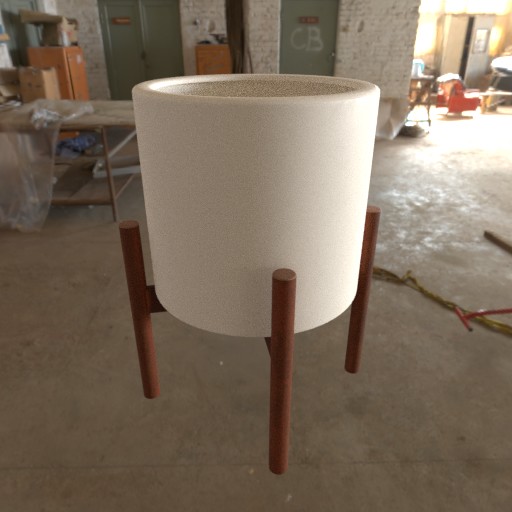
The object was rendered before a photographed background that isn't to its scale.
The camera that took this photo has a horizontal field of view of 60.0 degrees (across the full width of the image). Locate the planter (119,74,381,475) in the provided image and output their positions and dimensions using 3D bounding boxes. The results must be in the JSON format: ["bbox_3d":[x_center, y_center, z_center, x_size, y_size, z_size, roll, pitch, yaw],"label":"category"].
[{"bbox_3d":[0.000,0.000,0.490,0.224,0.358,0.224,17,31,31],"label":"planter"}]
